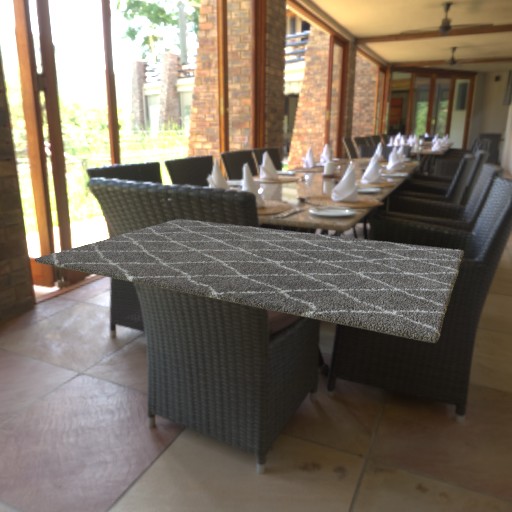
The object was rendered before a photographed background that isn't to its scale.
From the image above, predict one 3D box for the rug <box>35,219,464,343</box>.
[{"bbox_3d":[0.000,0.000,2.951,2.438,0.030,1.524,8,18,27],"label":"rug"}]
